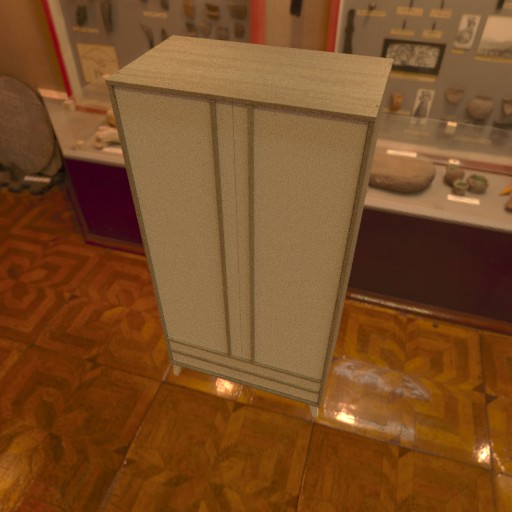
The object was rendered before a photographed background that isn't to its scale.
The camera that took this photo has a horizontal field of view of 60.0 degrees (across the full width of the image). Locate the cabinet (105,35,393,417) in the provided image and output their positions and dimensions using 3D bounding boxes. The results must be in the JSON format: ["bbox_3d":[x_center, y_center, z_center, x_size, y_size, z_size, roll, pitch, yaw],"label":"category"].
[{"bbox_3d":[0.000,0.000,2.421,1.006,1.999,0.571,13,44,13],"label":"cabinet"}]
